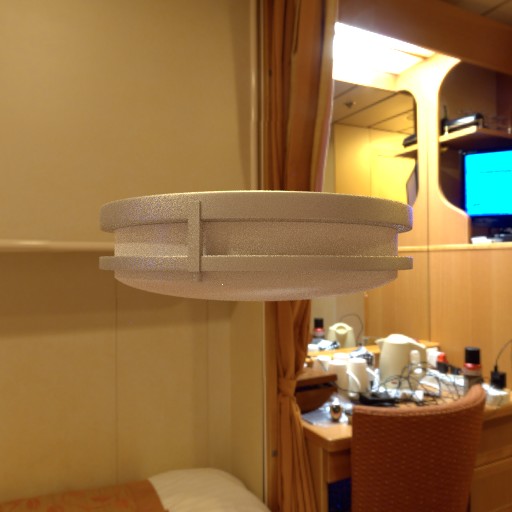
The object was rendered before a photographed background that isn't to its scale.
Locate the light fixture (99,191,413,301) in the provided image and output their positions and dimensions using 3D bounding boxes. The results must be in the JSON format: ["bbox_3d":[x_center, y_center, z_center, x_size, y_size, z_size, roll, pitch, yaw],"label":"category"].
[{"bbox_3d":[0.000,0.000,0.531,0.356,0.102,0.356,0,-1,0],"label":"light fixture"}]
